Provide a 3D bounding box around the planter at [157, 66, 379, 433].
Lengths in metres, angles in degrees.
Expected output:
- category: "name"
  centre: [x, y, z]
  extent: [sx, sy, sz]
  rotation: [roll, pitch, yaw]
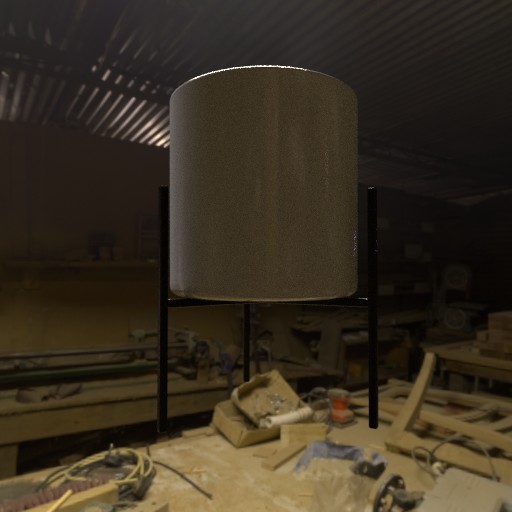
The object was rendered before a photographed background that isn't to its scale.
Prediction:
- category: "planter"
  centre: [0.000, 0.000, 0.515]
  extent: [0.239, 0.356, 0.239]
  rotation: [1, -2, -34]
